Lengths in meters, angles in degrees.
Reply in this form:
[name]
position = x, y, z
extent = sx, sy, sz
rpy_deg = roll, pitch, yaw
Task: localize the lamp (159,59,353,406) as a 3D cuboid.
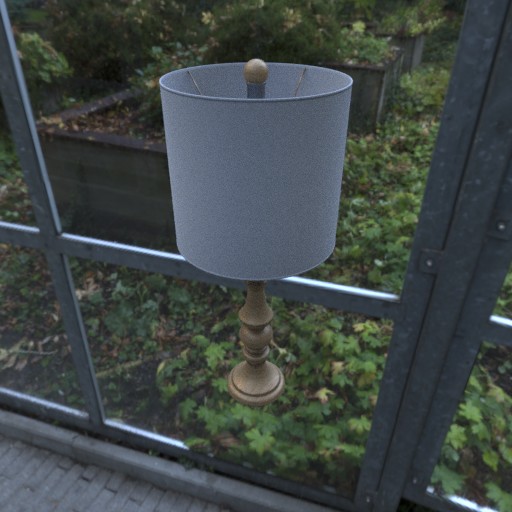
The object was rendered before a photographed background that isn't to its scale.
[lamp]
position = 0.000, 0.000, 0.728
extent = 0.250, 0.597, 0.250
rpy_deg = 22, 38, 31
